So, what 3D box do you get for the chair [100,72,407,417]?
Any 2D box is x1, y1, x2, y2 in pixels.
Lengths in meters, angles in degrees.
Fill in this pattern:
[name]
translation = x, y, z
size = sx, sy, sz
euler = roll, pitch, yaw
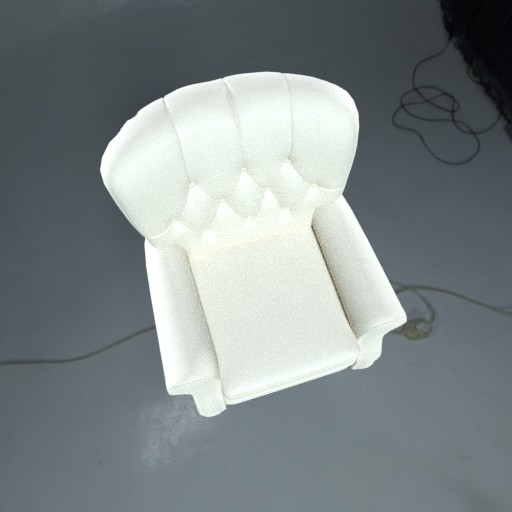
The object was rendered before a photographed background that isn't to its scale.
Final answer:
[chair]
translation = 0.000, 0.000, 2.011
size = 1.035, 1.169, 1.132
euler = -15, 65, -7
